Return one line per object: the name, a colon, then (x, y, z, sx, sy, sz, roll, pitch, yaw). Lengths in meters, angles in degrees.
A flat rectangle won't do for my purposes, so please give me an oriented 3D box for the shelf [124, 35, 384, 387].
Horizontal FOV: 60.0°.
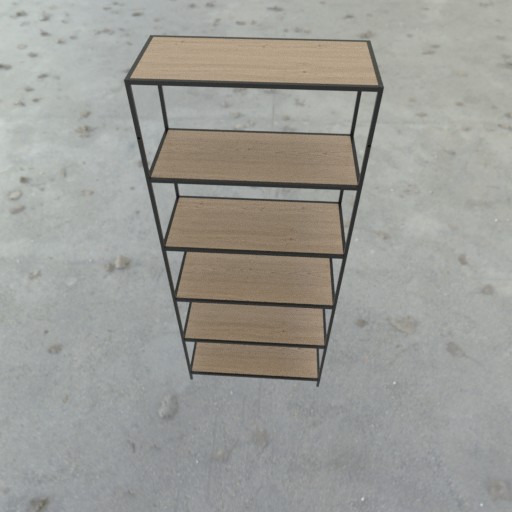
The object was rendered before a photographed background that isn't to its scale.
shelf: (0.000, 0.000, 2.099, 0.770, 1.850, 0.350, 3, 47, 2)
